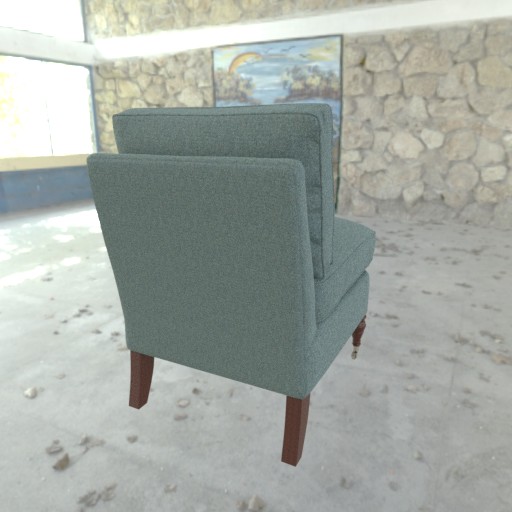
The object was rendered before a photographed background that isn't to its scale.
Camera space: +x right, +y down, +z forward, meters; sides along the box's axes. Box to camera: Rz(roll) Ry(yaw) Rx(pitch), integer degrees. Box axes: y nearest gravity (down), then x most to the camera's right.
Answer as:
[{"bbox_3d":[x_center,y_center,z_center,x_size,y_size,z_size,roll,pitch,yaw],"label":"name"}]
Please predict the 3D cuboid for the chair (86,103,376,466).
[{"bbox_3d":[0.000,0.000,1.430,0.624,0.901,0.796,8,18,27],"label":"chair"}]
